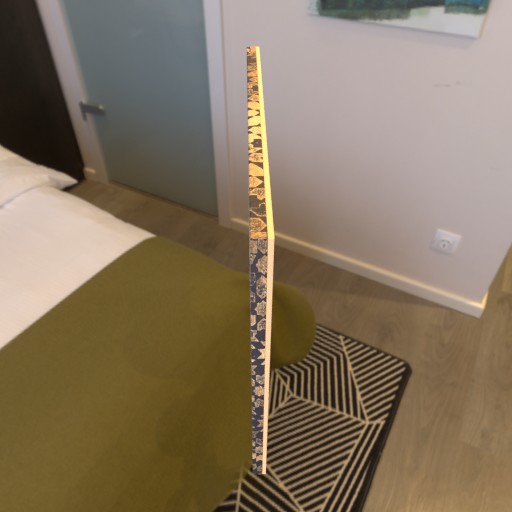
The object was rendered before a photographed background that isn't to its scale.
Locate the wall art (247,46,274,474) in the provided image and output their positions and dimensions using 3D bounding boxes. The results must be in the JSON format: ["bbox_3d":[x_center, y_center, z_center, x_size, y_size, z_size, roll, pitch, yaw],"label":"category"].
[{"bbox_3d":[0.000,0.000,1.335,0.038,0.914,0.914,-1,43,-1],"label":"wall art"}]
